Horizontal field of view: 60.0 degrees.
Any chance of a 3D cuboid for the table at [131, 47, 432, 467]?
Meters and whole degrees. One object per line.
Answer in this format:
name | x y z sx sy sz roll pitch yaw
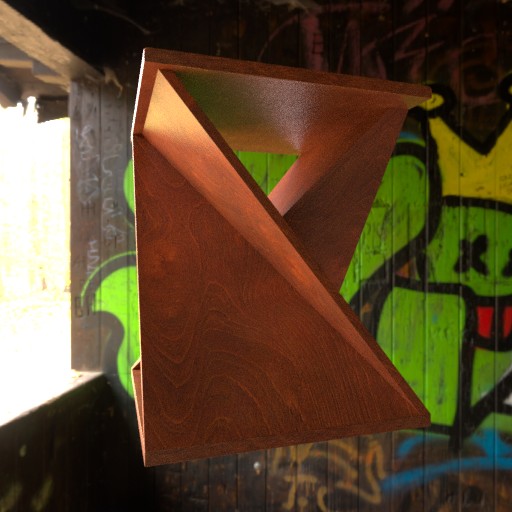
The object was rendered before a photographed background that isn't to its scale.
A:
table | 0.000 0.000 0.817 0.427 0.520 0.427 0 0 -18
